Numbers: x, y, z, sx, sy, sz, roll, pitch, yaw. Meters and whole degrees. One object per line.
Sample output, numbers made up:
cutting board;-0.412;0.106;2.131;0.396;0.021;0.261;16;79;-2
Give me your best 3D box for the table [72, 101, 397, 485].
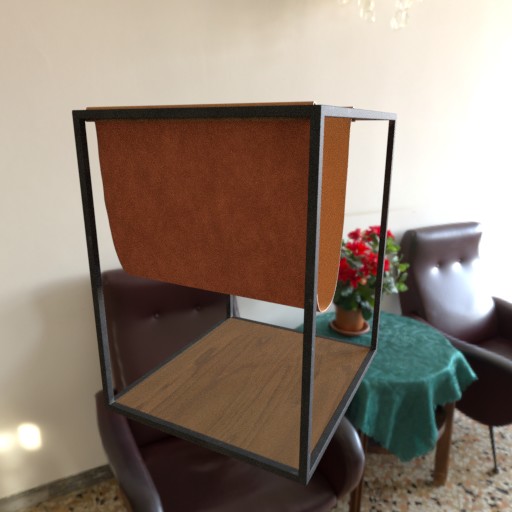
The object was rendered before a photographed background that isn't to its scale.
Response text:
table;0.000;0.000;0.852;0.399;0.536;0.450;8;18;26
